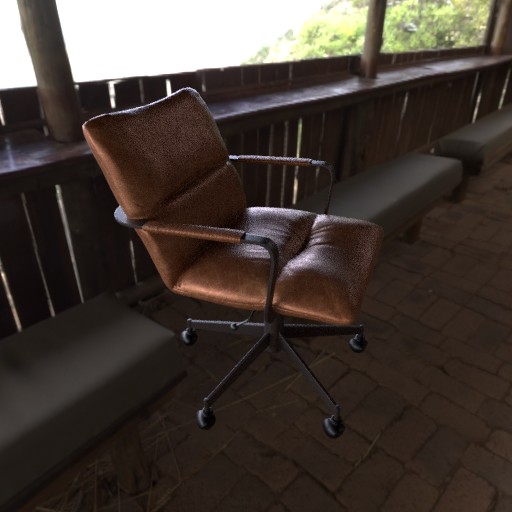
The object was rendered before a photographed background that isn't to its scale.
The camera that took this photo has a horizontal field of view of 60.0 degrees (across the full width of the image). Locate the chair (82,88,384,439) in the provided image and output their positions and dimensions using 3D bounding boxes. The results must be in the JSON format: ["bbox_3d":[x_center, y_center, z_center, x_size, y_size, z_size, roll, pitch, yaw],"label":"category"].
[{"bbox_3d":[0.000,0.000,1.437,0.754,0.922,0.727,11,32,18],"label":"chair"}]
